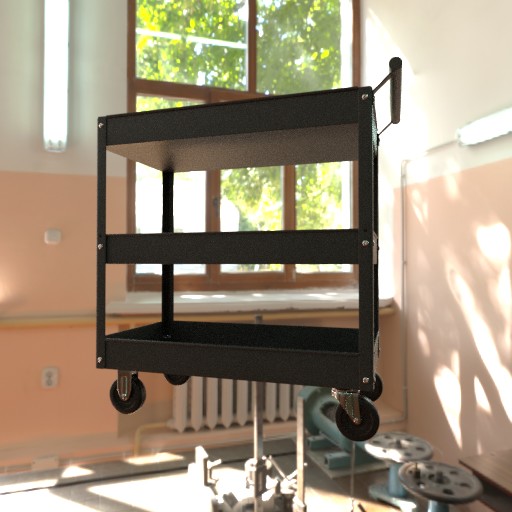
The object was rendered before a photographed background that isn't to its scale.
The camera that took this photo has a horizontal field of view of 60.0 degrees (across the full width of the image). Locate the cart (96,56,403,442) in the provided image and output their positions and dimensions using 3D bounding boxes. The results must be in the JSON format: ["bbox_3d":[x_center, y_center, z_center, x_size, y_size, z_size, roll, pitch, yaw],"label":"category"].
[{"bbox_3d":[0.000,0.000,1.146,0.719,0.780,0.366,0,-1,17],"label":"cart"}]
